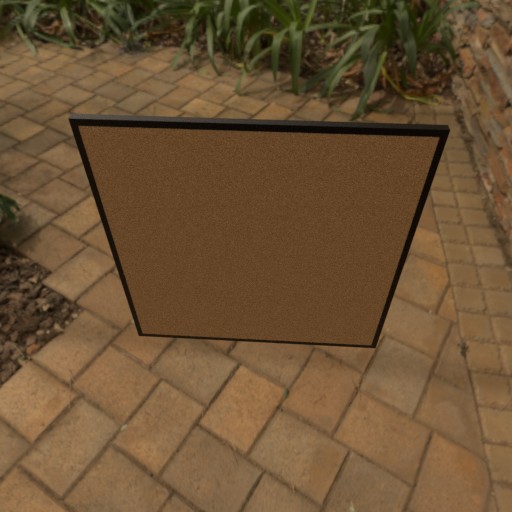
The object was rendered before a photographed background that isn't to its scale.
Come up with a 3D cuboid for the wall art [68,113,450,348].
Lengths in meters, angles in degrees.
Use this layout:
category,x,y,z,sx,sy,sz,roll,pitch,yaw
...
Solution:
category,x,y,z,sx,sy,sz,roll,pitch,yaw
wall art,0.000,0.000,0.695,0.457,0.458,0.012,2,45,2
